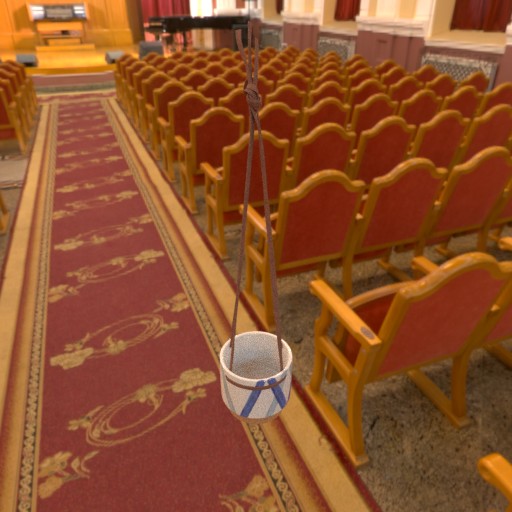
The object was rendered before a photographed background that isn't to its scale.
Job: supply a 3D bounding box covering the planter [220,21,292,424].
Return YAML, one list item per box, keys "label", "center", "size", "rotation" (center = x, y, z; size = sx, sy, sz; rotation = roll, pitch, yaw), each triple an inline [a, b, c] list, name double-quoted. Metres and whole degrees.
- label: "planter"
  center: [0.000, 0.000, 0.808]
  size: [0.153, 0.753, 0.157]
  rotation: [-11, 32, -18]
